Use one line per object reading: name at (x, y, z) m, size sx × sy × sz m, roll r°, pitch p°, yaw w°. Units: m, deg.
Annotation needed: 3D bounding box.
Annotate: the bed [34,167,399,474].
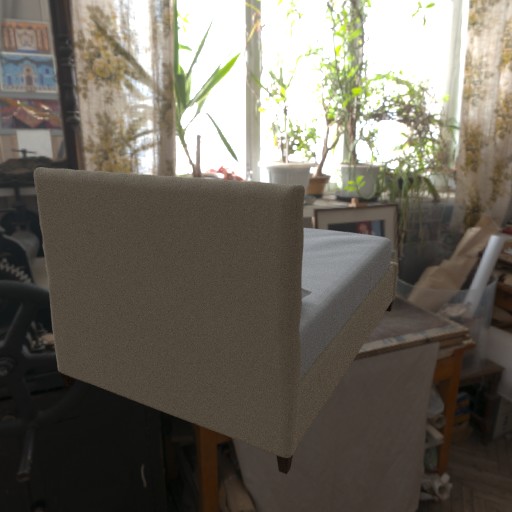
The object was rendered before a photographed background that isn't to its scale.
bed at (0.000, 0.000, 3.354) m, size 1.698 × 1.427 × 2.387 m, roll 9°, pitch 19°, yaw 28°
